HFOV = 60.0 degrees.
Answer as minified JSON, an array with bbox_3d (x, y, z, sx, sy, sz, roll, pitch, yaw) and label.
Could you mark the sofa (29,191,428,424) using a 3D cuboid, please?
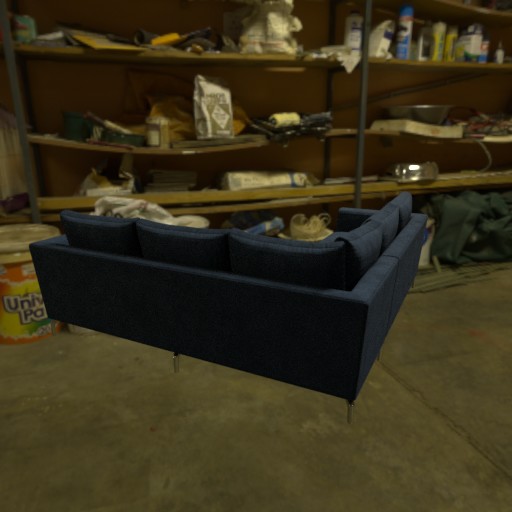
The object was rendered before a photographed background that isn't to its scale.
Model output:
[{"bbox_3d":[0.000,0.000,3.801,2.463,0.988,2.472,8,18,26],"label":"sofa"}]
